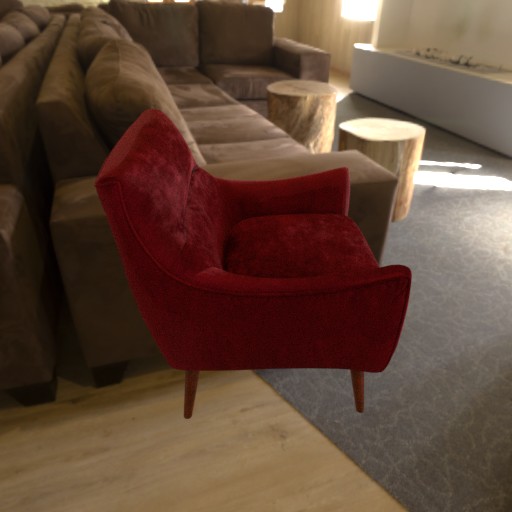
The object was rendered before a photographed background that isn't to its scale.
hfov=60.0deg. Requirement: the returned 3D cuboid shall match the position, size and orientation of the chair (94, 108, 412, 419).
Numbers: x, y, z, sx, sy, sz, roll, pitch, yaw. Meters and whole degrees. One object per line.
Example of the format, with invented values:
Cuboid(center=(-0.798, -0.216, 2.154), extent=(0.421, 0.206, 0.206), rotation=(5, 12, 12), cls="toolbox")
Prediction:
Cuboid(center=(0.000, 0.000, 1.467), extent=(0.787, 0.838, 0.762), rotation=(-1, 32, -2), cls="chair")
